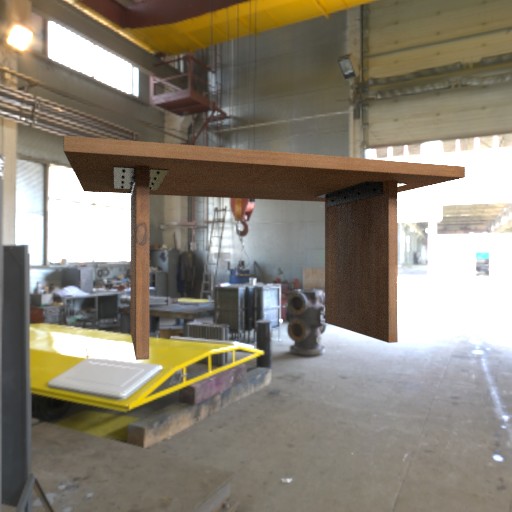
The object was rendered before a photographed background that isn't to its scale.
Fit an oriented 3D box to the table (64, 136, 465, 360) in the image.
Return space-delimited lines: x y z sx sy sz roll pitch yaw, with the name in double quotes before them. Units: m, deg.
"table" 0.000 0.000 2.131 1.609 0.780 0.946 0 0 -18
